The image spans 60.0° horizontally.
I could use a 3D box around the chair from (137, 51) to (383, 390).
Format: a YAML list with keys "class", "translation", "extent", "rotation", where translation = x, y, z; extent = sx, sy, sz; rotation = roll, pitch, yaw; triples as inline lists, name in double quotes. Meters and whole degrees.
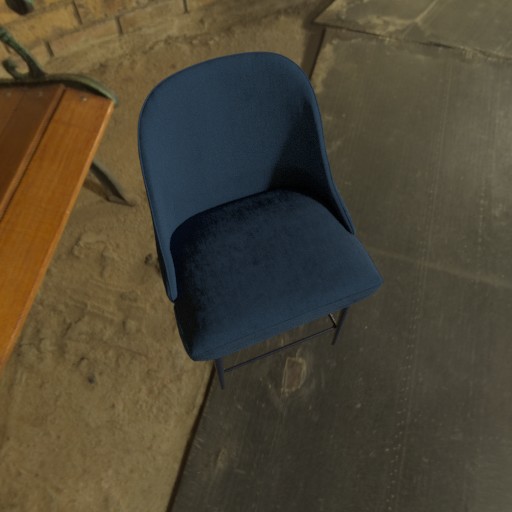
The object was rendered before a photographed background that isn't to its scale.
- class: "chair"
  translation: [0.000, 0.000, 1.237]
  extent: [0.526, 0.927, 0.489]
  rotation: [-20, 64, -10]
